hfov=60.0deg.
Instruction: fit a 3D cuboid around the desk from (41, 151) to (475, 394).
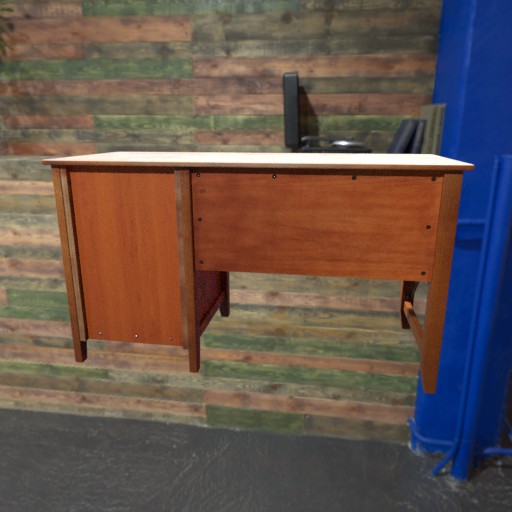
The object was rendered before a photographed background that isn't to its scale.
[{"bbox_3d":[0.000,0.000,1.728,1.353,0.756,0.574,3,16,9],"label":"desk"}]
